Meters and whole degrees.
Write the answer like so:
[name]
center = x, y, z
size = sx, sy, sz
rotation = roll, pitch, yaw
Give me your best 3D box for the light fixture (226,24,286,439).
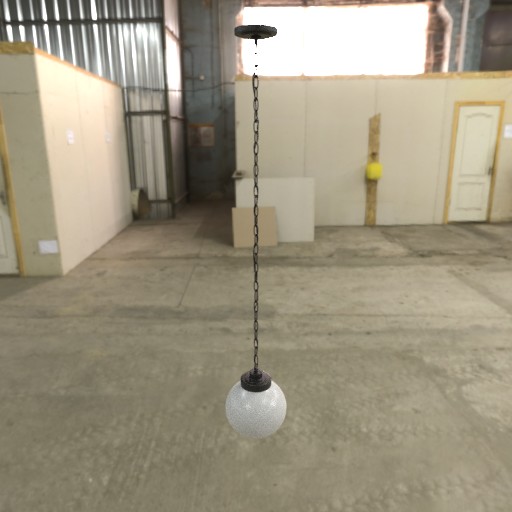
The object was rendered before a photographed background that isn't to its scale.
[light fixture]
center = 0.000, 0.000, 2.008
size = 0.304, 1.867, 0.305
rotation = 8, 18, 26
